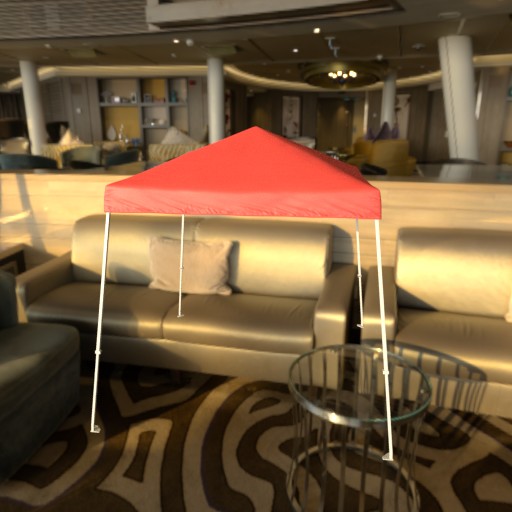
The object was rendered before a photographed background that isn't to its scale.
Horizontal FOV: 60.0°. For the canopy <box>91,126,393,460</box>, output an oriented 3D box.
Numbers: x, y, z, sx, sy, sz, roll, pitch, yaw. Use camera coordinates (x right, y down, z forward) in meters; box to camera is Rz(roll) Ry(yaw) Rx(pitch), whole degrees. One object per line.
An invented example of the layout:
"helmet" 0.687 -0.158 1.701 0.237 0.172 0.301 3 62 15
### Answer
"canopy" 0.000 0.000 6.413 3.599 3.600 3.600 2 16 8
